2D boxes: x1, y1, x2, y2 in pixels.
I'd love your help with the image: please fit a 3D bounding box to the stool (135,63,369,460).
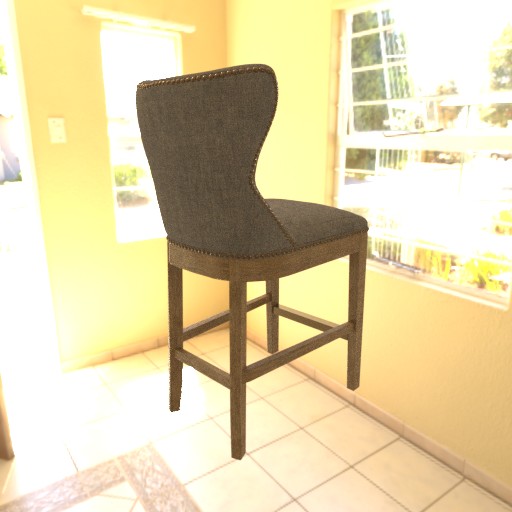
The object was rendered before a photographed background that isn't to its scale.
[{"bbox_3d":[0.000,0.000,1.324,0.498,0.981,0.608,14,21,43],"label":"stool"}]
